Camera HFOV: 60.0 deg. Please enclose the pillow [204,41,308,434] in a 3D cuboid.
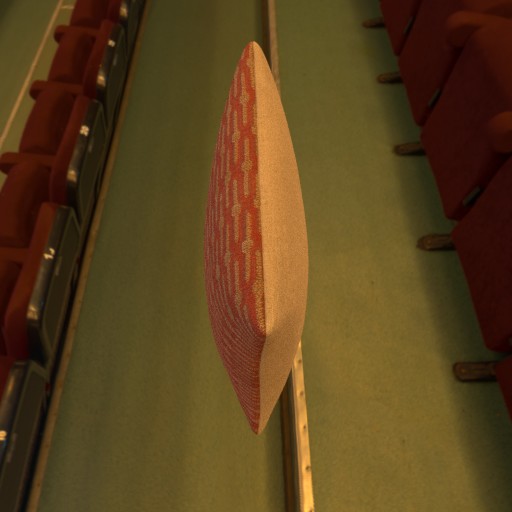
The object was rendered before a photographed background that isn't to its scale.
[{"bbox_3d":[0.000,0.000,0.791,0.182,0.503,0.511,-1,58,-1],"label":"pillow"}]
